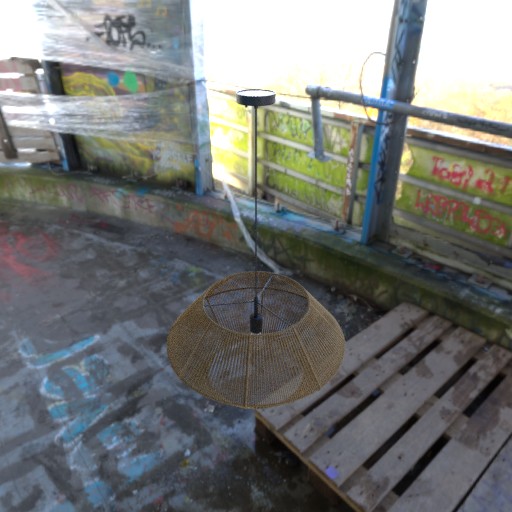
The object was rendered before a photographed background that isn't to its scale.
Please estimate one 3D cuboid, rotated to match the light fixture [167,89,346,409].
[{"bbox_3d":[0.000,0.000,1.436,0.643,1.009,0.643,0,30,0],"label":"light fixture"}]
